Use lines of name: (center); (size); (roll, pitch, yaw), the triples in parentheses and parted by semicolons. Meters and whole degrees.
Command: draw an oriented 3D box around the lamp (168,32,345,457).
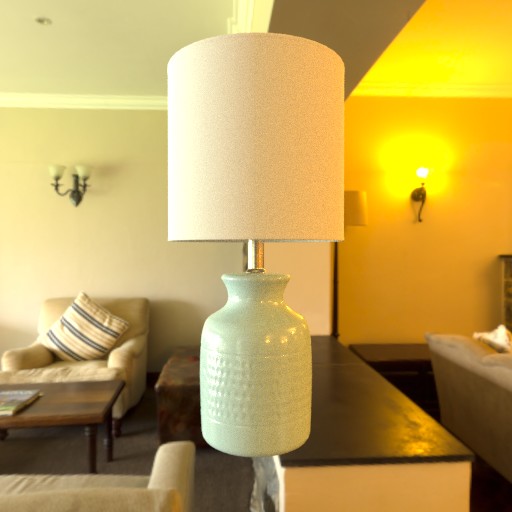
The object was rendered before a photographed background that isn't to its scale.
lamp: (0.000, 0.000, 1.072); (0.418, 0.871, 0.418); (1, 1, 37)
